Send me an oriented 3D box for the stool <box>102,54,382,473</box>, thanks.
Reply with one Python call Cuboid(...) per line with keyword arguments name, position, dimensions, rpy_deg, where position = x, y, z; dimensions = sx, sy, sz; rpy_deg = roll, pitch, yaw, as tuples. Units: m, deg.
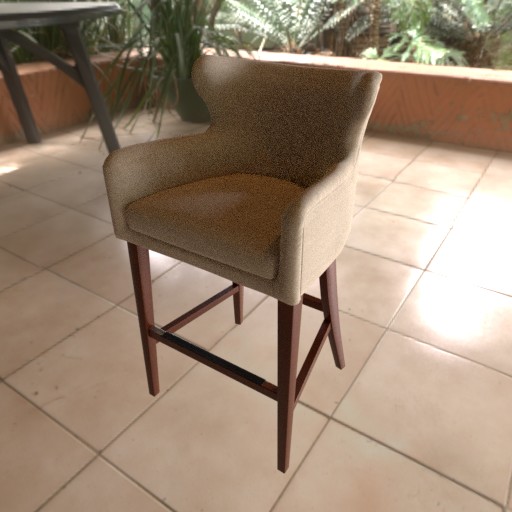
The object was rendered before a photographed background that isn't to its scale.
Cuboid(name="stool", position=(0.000, 0.000, 1.313), dimensions=(0.556, 1.034, 0.563), rpy_deg=(19, 36, 28))
